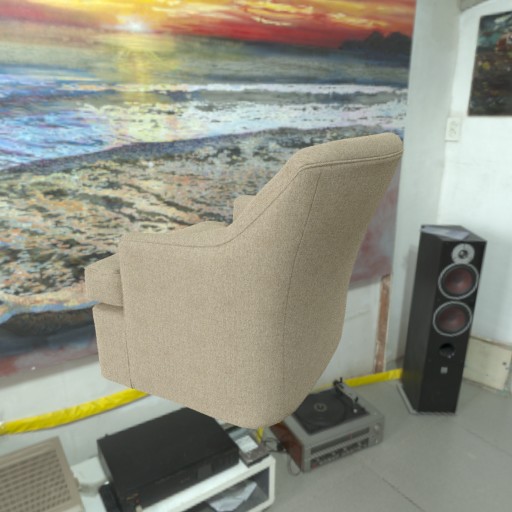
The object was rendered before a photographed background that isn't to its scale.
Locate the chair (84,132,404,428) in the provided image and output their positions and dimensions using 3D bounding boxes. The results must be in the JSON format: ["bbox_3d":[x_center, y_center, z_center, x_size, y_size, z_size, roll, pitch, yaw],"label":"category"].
[{"bbox_3d":[0.000,0.000,1.585,0.923,0.856,0.864,8,19,25],"label":"chair"}]
